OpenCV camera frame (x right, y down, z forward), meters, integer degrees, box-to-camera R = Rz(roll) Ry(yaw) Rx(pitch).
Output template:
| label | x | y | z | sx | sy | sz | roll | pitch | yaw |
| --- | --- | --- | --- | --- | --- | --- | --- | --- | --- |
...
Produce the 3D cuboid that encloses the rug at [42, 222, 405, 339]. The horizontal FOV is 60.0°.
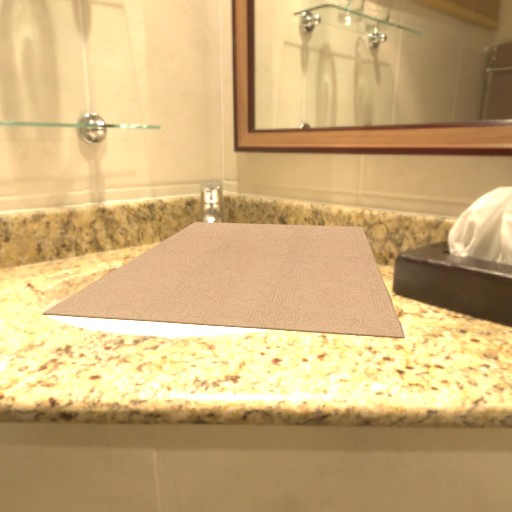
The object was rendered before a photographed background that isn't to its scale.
| label | x | y | z | sx | sy | sz | roll | pitch | yaw |
| --- | --- | --- | --- | --- | --- | --- | --- | --- | --- |
| rug | 0.000 | 0.000 | 2.337 | 1.236 | 0.009 | 1.839 | 2 | 15 | 9 |
